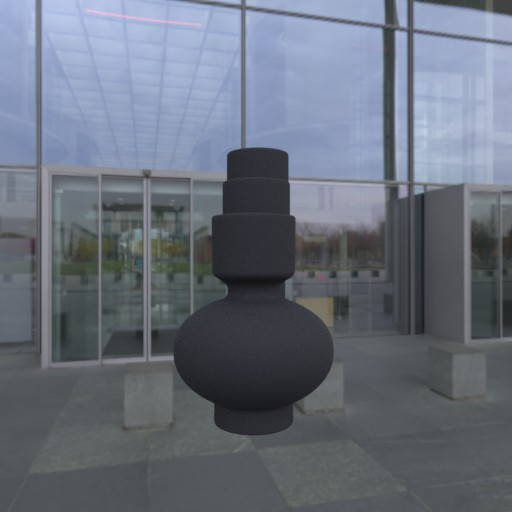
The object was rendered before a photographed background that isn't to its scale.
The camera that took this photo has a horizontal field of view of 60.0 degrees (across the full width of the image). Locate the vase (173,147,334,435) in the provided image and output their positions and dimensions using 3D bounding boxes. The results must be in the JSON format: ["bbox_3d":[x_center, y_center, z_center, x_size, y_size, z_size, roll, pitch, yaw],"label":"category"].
[{"bbox_3d":[0.000,0.000,0.429,0.120,0.249,0.307,0,0,1],"label":"vase"}]
